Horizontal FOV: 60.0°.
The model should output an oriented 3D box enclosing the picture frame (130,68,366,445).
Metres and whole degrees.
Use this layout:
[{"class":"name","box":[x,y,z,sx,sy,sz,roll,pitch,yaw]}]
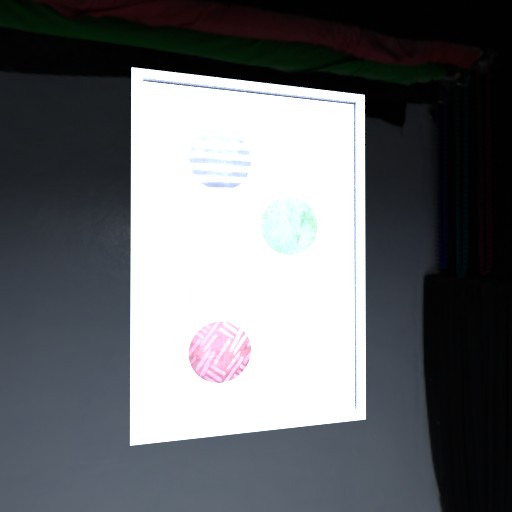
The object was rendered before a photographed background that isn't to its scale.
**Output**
[{"class":"picture frame","box":[0.000,0.000,0.841,0.457,0.657,0.013,0,-1,-16]}]
